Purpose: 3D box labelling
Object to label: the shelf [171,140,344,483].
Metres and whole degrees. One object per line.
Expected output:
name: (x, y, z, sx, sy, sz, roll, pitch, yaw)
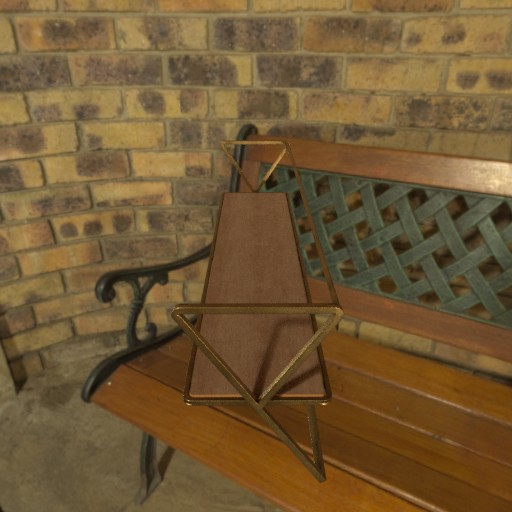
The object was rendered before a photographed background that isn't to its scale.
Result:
shelf: (0.000, 0.000, 0.717, 0.150, 0.229, 0.645, 0, 27, 0)
